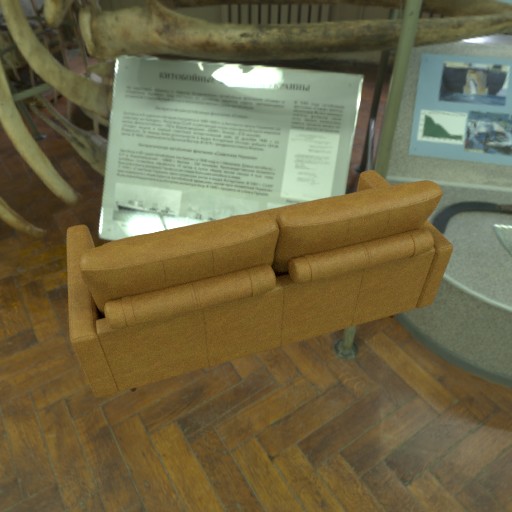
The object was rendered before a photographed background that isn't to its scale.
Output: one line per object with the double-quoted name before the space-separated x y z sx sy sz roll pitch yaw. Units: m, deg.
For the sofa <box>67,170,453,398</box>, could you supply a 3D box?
"sofa" 0.000 0.000 2.299 1.821 0.898 0.850 -13 43 -14
